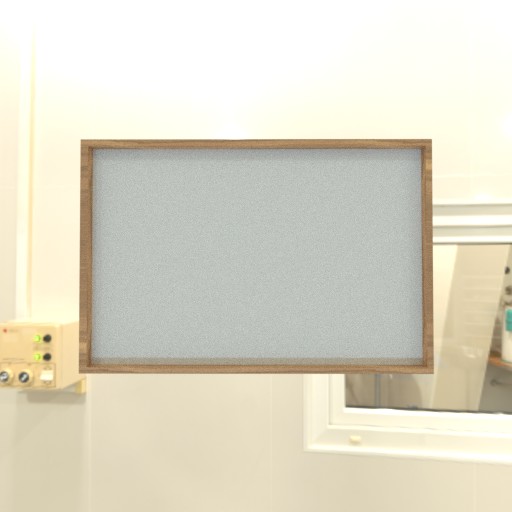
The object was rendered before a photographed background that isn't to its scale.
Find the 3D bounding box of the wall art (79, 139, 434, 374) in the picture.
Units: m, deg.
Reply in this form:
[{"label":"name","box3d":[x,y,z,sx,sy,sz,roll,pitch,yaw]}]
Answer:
[{"label":"wall art","box3d":[0.000,0.000,1.160,0.911,0.605,0.037,0,-1,0]}]
